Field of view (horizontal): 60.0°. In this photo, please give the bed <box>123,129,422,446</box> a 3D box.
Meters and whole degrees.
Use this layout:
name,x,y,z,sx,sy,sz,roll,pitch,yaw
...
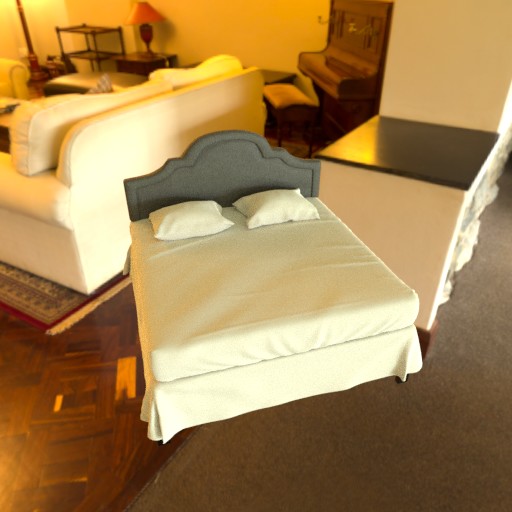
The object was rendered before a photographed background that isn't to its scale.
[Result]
name,x,y,z,sx,sy,sz,roll,pitch,yaw
bed,0.000,0.000,3.789,2.303,1.631,2.222,-9,33,-14
